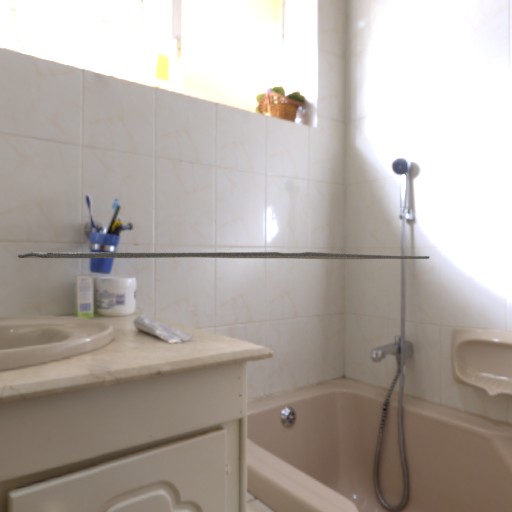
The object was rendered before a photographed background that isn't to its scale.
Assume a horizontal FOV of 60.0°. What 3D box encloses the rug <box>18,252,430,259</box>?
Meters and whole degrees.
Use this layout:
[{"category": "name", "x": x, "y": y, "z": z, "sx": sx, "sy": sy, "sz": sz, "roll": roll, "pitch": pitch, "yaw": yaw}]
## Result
[{"category": "rug", "x": 0.000, "y": 0.000, "z": 2.538, "sx": 2.341, "sy": 0.037, "sz": 0.675, "roll": 0, "pitch": -1, "yaw": -35}]
